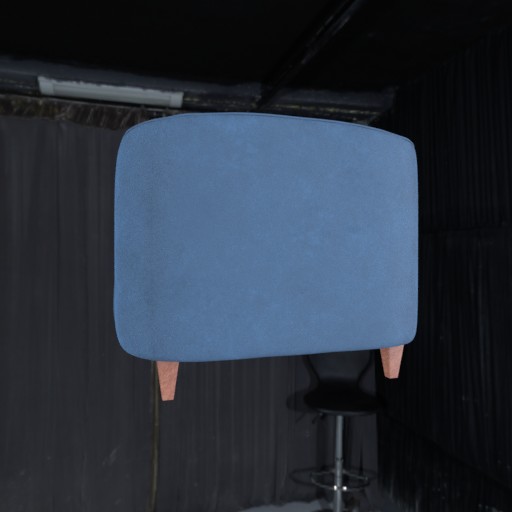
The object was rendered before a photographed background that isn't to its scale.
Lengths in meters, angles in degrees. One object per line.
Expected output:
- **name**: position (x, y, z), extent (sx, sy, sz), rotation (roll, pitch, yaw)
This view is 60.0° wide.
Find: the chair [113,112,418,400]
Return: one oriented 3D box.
- **chair**: position (0.000, 0.000, 1.781), extent (1.094, 0.852, 0.940), rotation (0, 0, -18)
